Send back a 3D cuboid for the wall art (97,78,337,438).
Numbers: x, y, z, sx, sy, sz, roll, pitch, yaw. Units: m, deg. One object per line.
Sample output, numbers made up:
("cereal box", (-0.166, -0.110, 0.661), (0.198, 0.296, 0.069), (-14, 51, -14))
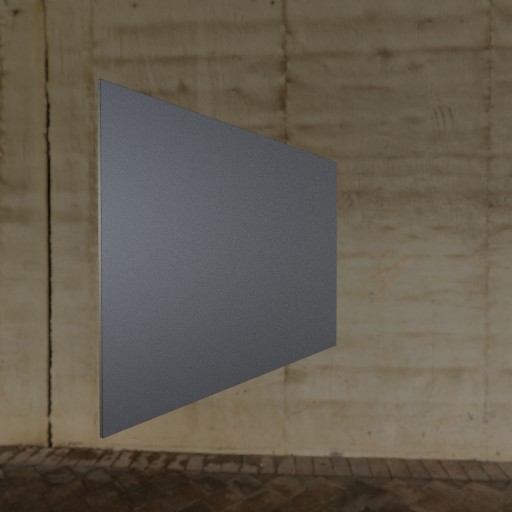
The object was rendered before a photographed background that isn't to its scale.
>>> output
("wall art", (0.000, 0.000, 1.480), (0.013, 0.811, 1.192), (1, 1, 36))
